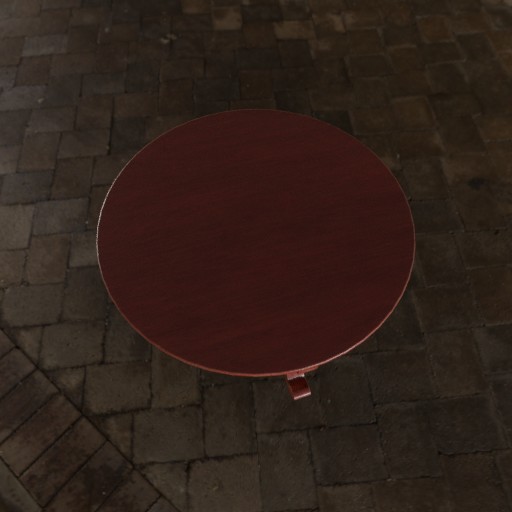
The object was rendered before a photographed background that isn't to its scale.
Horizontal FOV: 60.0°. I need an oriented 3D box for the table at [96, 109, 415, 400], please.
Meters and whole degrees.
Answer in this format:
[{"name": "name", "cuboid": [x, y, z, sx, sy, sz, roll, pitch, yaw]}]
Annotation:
[{"name": "table", "cuboid": [0.000, 0.000, 1.653, 1.029, 0.486, 1.029, 0, 60, 0]}]
